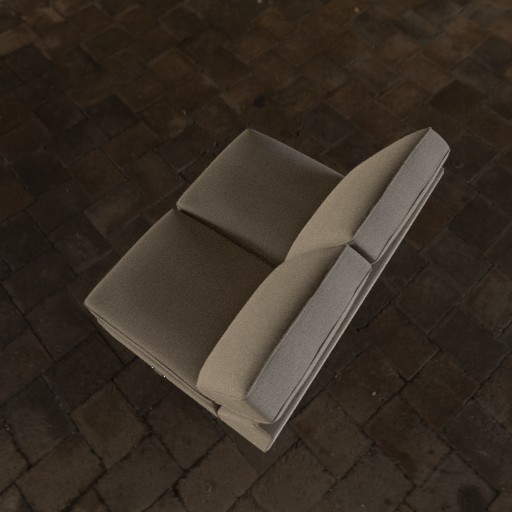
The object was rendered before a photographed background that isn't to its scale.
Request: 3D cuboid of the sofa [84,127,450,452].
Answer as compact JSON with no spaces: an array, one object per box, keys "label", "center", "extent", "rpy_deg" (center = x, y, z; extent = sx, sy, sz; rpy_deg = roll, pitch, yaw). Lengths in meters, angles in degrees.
[{"label":"sofa","center":[0.000,0.000,1.947],"extent":[0.978,1.006,1.232],"rpy_deg":[32,67,15]}]
